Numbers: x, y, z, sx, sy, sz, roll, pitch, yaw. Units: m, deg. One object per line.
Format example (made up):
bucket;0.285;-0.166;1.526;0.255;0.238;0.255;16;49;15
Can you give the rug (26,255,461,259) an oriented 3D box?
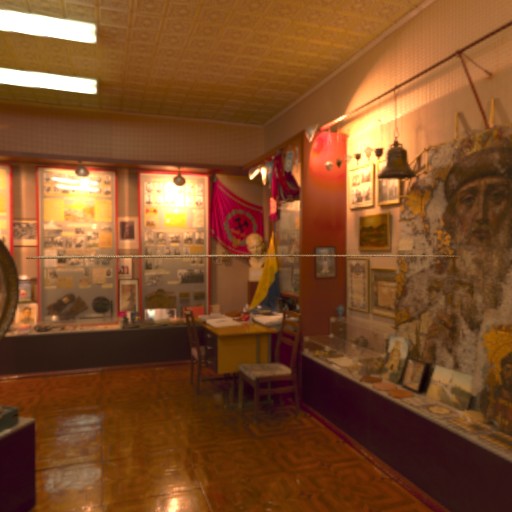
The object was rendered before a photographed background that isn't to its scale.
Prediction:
rug;0.000;0.000;2.592;2.335;0.013;0.697;0;1;-17
